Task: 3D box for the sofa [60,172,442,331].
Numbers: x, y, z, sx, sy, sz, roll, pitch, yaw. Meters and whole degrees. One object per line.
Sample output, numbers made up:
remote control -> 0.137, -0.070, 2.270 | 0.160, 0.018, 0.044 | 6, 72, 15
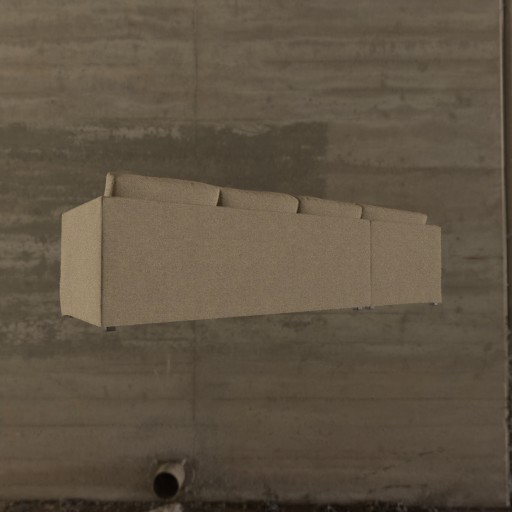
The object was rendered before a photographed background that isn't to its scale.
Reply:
sofa -> 0.000, 0.000, 3.921 | 3.198, 0.920, 1.638 | 1, -2, -36
